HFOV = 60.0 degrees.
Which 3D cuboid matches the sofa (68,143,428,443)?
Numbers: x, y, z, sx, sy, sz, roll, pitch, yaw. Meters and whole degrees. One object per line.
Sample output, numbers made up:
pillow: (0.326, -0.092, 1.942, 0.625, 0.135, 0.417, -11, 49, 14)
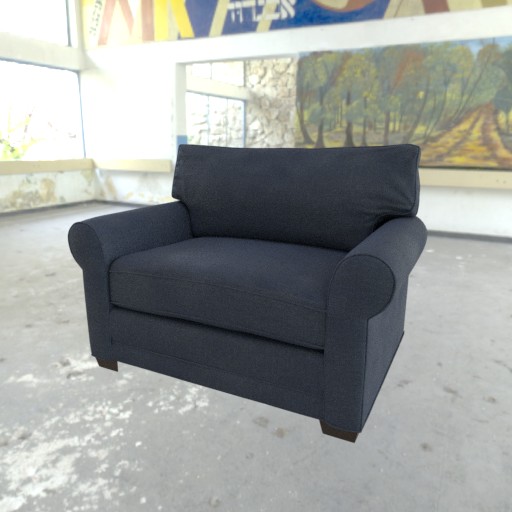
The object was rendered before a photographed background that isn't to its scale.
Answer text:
sofa: (0.000, 0.000, 2.043, 1.405, 1.004, 0.938, 7, 16, 26)
